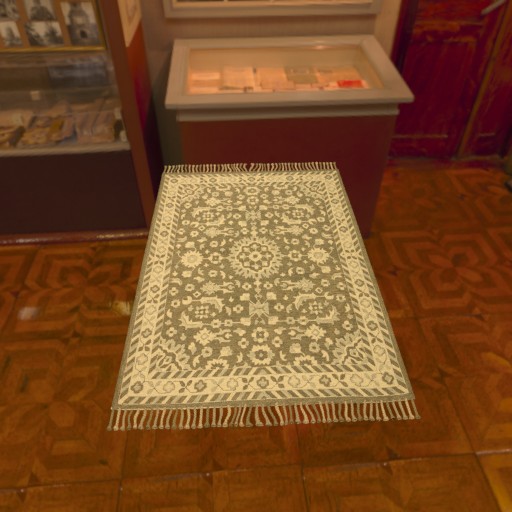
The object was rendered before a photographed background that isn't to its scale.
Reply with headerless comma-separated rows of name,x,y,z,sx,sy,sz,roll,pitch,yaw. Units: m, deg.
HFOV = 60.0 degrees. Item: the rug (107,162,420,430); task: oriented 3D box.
rug,0.000,0.000,3.029,1.530,0.025,2.431,-2,42,-2
